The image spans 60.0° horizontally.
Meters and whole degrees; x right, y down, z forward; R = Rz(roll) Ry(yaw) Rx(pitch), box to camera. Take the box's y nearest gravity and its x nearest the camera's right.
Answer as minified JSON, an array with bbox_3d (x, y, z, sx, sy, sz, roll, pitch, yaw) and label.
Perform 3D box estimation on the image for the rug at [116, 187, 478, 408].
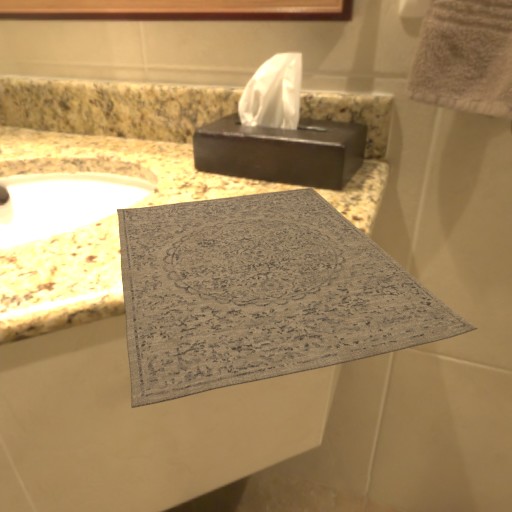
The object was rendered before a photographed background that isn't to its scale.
[{"bbox_3d":[0.000,0.000,3.992,2.343,0.026,2.925,-9,31,-15],"label":"rug"}]
